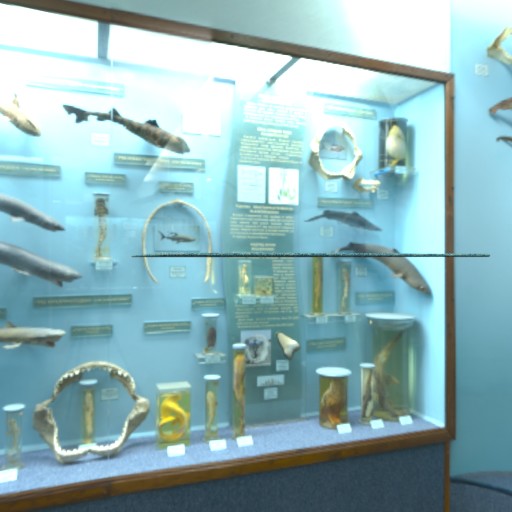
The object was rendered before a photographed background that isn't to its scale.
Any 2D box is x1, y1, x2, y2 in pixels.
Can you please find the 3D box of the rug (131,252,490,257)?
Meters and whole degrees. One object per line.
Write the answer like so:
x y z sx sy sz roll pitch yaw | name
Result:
0.000 0.000 3.002 1.524 0.015 2.438 0 0 -18 | rug
